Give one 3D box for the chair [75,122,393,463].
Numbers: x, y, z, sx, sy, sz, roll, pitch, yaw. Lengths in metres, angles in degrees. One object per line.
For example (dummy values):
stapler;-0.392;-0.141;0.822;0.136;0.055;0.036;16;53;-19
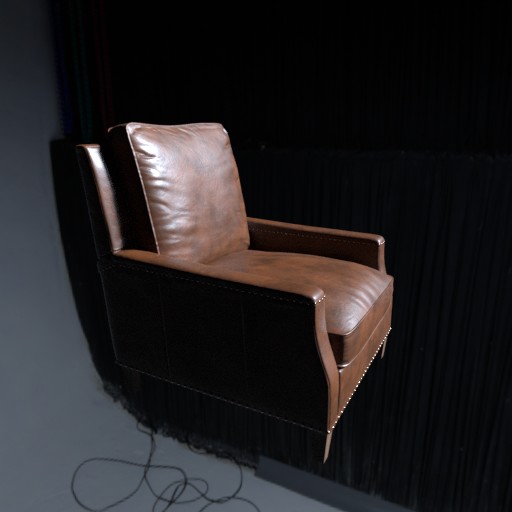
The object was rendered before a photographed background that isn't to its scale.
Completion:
chair;0.000;0.000;1.826;1.035;1.054;0.854;9;18;27
